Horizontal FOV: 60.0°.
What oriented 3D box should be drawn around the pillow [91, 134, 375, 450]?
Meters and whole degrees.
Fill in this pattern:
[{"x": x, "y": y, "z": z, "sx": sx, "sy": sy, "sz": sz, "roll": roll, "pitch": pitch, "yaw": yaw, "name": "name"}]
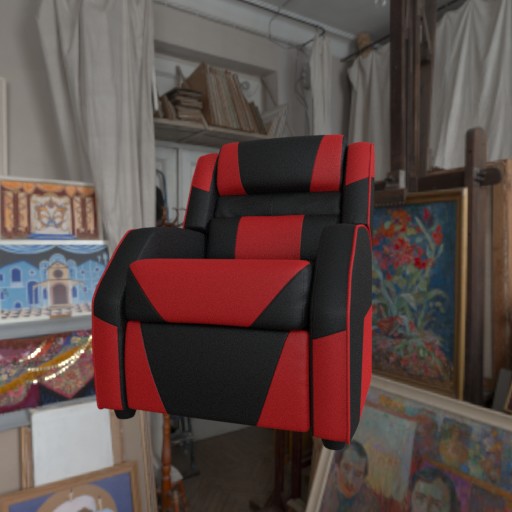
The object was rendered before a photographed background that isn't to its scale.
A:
[{"x": 0.000, "y": 0.000, "z": 1.265, "sx": 0.620, "sy": 0.805, "sz": 0.672, "roll": 0, "pitch": 1, "yaw": 19, "name": "pillow"}]
